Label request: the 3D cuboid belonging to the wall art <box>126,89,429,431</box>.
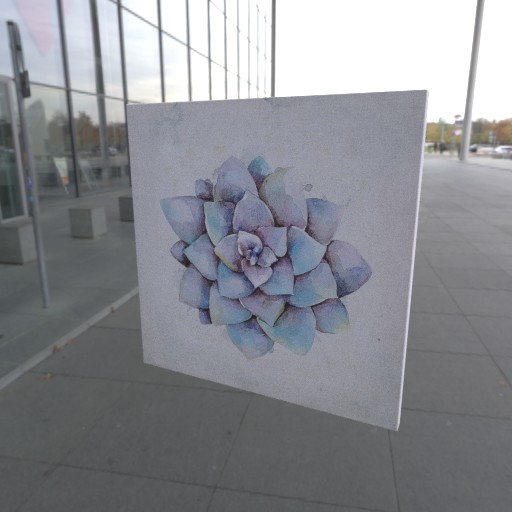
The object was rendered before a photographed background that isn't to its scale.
[{"bbox_3d":[0.000,0.000,1.133,0.762,0.762,0.038,7,16,26],"label":"wall art"}]
